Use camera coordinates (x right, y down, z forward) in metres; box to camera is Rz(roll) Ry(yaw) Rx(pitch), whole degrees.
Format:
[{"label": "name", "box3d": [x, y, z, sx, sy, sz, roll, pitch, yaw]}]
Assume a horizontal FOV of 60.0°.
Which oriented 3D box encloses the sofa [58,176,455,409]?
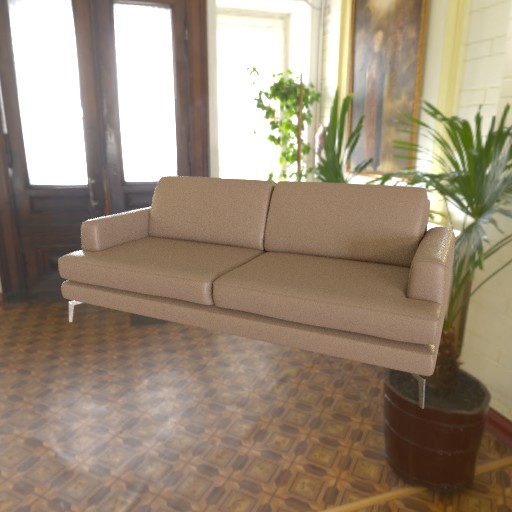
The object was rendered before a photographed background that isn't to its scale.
[{"label": "sofa", "box3d": [0.000, 0.000, 2.395, 1.940, 0.765, 0.974, 7, 17, 25]}]
